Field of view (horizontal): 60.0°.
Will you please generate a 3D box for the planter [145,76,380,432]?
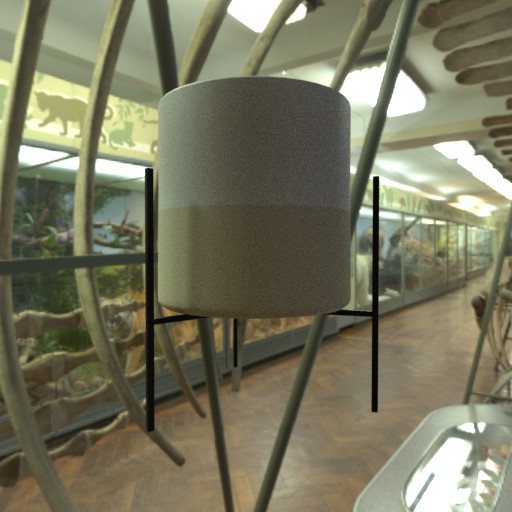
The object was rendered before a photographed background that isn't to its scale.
[{"bbox_3d":[0.000,0.000,0.539,0.263,0.362,0.267,1,2,36],"label":"planter"}]
